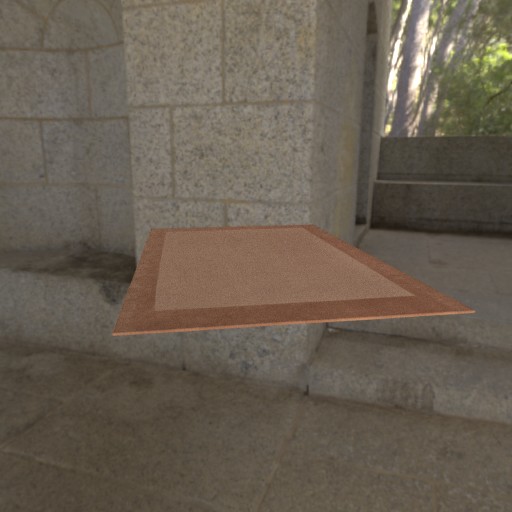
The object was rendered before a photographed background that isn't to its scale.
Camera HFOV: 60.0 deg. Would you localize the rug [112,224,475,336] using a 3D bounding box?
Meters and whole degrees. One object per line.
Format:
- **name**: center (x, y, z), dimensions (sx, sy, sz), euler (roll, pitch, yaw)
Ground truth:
- **rug**: center (0.000, 0.000, 2.975), dimensions (1.524, 0.014, 2.438), euler (-2, 13, -9)
